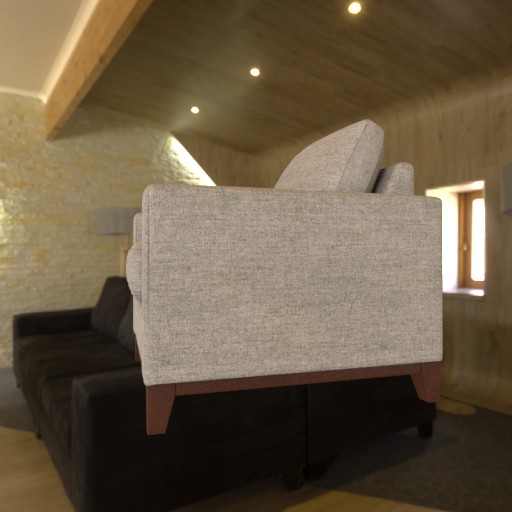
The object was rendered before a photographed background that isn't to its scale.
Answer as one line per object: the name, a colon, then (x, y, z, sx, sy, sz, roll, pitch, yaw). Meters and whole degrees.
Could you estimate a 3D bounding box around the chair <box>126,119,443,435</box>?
chair: (0.000, 0.000, 1.852, 1.038, 1.010, 1.024, 0, 0, -17)
